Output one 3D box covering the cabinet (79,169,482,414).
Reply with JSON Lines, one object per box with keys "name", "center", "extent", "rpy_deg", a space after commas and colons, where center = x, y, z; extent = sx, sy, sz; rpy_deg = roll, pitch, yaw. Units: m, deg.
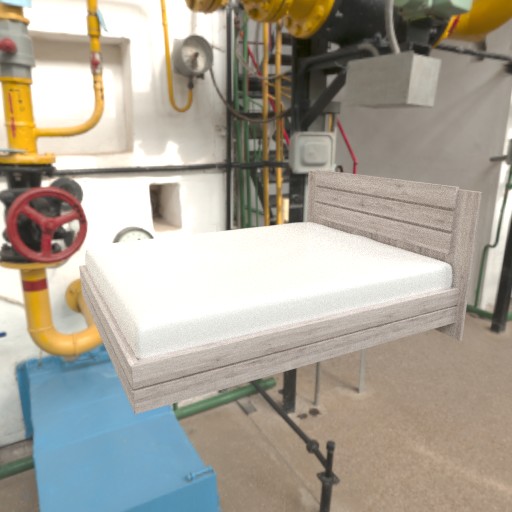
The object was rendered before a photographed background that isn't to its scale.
{"name": "cabinet", "center": [0.000, 0.000, 3.003], "extent": [2.080, 0.970, 1.750], "rpy_deg": [-8, 18, -27]}
